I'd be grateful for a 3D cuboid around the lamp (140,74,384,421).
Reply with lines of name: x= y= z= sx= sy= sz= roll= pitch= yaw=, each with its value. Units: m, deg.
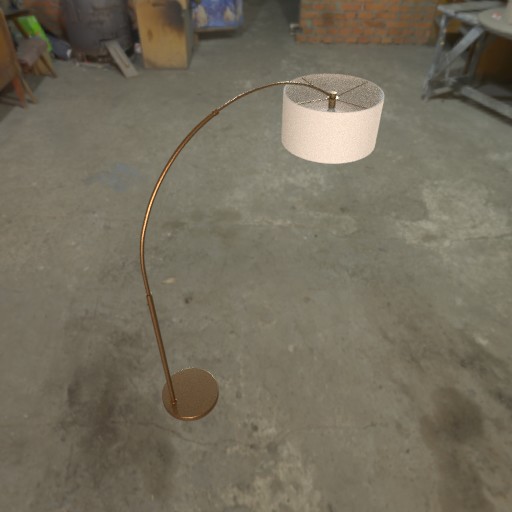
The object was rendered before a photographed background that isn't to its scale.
lamp: x=0.000 y=0.000 z=2.540 sx=1.434 sy=1.927 sz=0.493 roll=-26 pitch=48 yaw=-26
